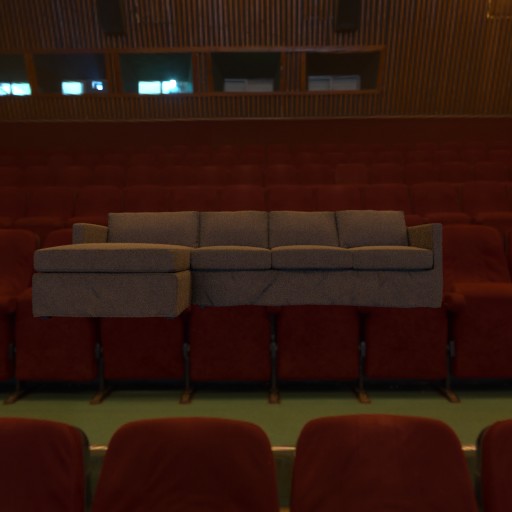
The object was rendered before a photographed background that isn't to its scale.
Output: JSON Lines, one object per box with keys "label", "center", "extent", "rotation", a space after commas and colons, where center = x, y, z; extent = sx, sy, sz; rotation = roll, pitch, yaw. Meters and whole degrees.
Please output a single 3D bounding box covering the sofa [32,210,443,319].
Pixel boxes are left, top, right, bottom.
{"label": "sofa", "center": [0.000, 0.000, 3.887], "extent": [3.205, 0.922, 1.650], "rotation": [0, 0, 0]}
